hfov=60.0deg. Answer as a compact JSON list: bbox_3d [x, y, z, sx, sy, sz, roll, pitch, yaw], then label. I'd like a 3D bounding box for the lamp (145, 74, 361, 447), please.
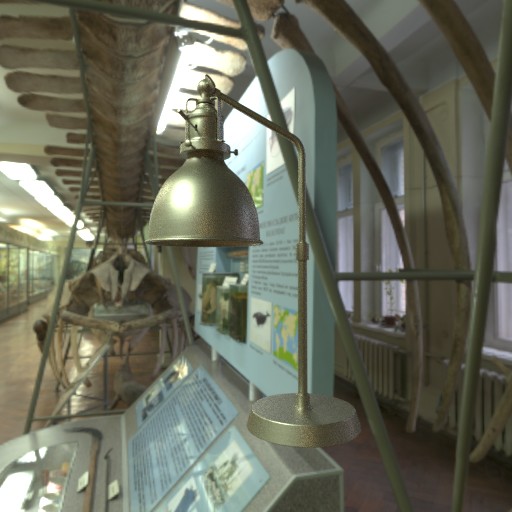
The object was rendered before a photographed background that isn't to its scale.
[{"bbox_3d":[0.000,0.000,0.587,0.286,0.456,0.153,1,-2,-17],"label":"lamp"}]
